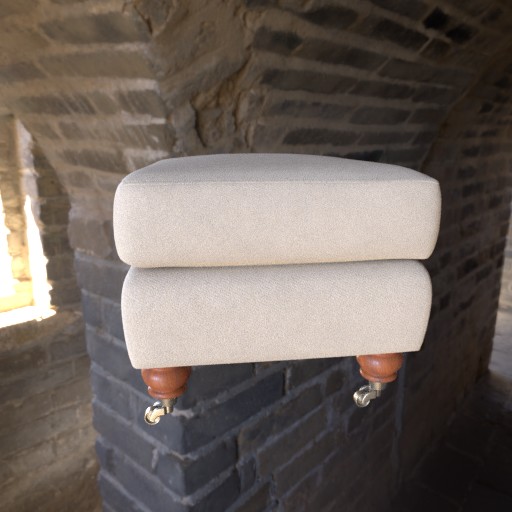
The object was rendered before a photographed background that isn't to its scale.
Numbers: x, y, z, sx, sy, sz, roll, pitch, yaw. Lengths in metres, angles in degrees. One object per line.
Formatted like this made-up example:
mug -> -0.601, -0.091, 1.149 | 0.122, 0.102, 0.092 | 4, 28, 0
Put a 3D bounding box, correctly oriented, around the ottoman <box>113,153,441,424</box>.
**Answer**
ottoman -> 0.000, 0.000, 1.119 | 0.569, 0.504, 0.773 | -2, 14, -8
